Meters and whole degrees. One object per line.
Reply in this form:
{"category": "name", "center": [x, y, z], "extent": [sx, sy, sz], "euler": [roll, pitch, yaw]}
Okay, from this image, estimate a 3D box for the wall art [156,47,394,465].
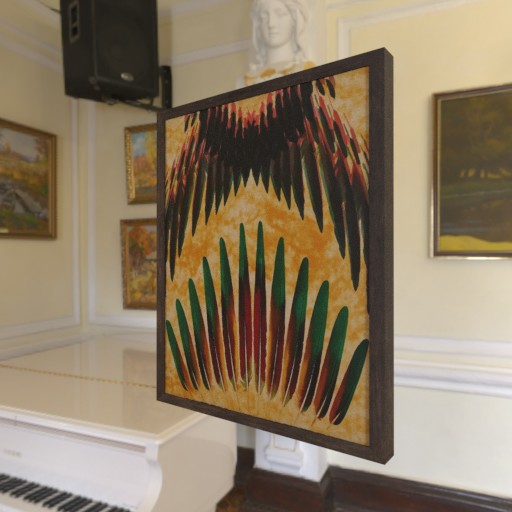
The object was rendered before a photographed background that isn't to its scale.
{"category": "wall art", "center": [0.000, 0.000, 0.538], "extent": [0.329, 0.406, 0.027], "euler": [0, 0, 36]}
